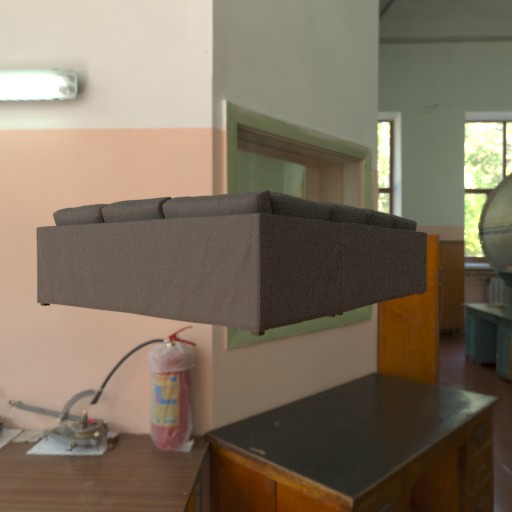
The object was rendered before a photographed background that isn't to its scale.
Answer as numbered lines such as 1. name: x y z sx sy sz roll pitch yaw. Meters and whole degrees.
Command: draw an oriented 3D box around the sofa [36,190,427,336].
1. sofa: 0.000 0.000 4.410 2.432 0.871 3.182 0 1 37
